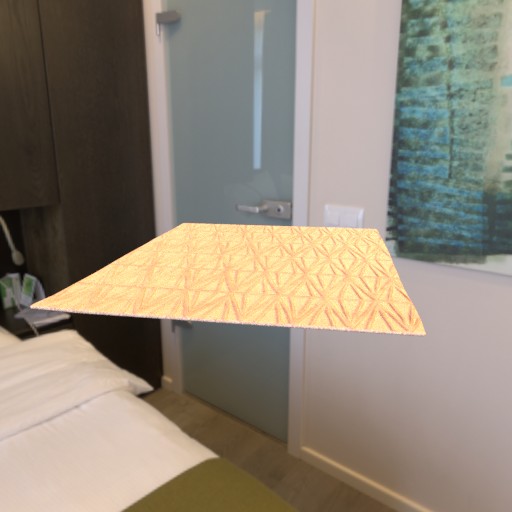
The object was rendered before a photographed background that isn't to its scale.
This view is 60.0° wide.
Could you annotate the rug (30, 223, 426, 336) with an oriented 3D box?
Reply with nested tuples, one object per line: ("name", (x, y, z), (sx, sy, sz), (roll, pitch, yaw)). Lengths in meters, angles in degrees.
("rug", (0.000, 0.000, 4.106), (2.453, 0.043, 3.052), (2, 15, 9))
